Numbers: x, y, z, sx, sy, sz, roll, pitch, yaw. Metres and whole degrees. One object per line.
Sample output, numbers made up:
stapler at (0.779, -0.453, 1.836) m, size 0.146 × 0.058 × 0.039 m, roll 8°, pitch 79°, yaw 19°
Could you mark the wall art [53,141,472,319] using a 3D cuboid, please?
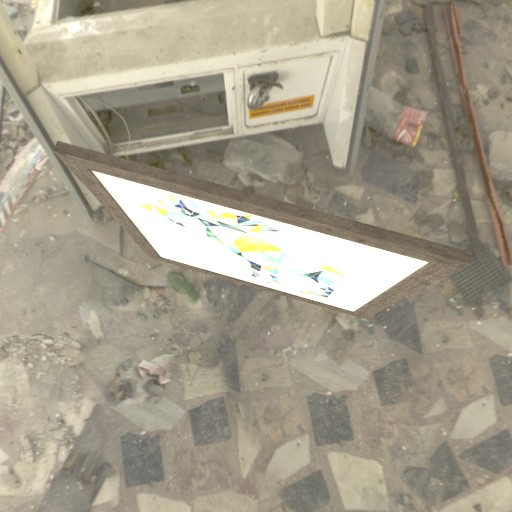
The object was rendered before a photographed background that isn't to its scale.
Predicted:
wall art at (0.000, 0.000, 0.689) m, size 0.457 × 0.457 × 0.013 m, roll 16°, pitch 76°, yaw 4°
